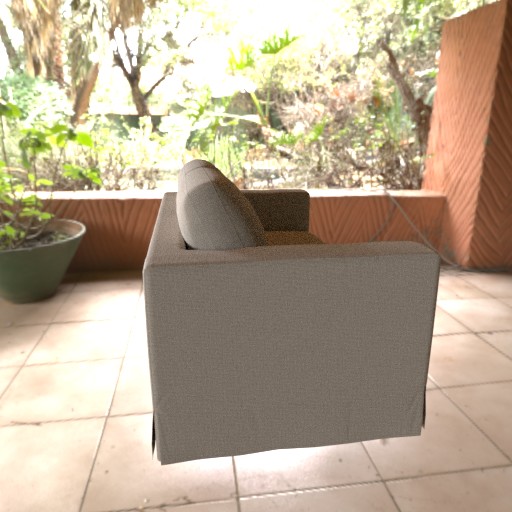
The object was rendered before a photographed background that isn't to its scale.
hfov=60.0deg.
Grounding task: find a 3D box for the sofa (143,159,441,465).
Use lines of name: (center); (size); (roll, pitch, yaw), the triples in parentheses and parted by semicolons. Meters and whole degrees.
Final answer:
sofa: (0.000, 0.000, 2.309); (1.009, 0.932, 1.813); (-3, 16, -9)
